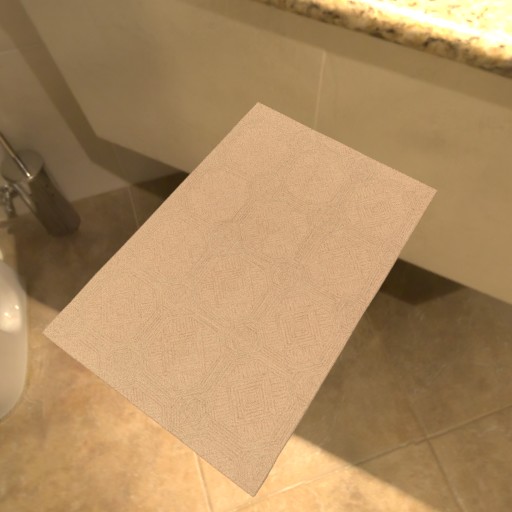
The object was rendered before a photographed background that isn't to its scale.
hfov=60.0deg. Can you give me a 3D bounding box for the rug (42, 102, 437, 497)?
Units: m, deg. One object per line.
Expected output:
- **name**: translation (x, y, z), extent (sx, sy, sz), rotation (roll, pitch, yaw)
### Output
- **rug**: translation (0.000, 0.000, 2.305), extent (1.236, 0.009, 1.839), rotation (31, 67, 15)
